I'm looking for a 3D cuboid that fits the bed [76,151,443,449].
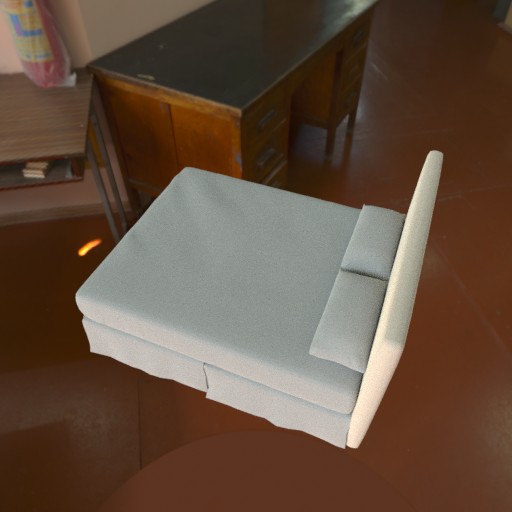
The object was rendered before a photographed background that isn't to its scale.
[{"bbox_3d":[0.000,0.000,3.252,2.142,1.330,1.748,17,49,15],"label":"bed"}]
